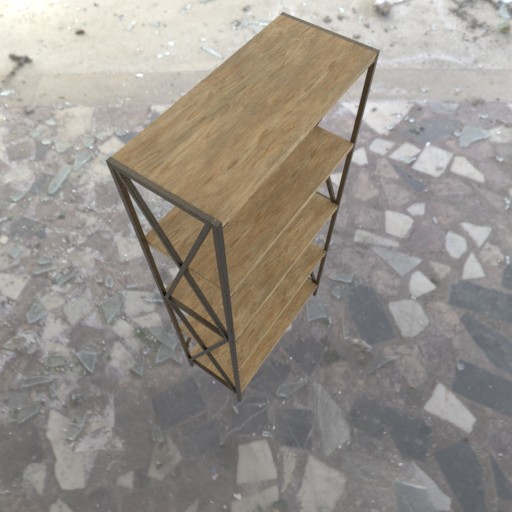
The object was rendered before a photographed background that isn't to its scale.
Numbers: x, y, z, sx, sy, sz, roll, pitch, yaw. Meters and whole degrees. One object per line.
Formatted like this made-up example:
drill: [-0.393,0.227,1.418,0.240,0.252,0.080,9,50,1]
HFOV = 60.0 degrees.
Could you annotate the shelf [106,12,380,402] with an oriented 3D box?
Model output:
shelf: [0.000,0.000,2.104,0.386,1.803,0.874,31,64,17]
